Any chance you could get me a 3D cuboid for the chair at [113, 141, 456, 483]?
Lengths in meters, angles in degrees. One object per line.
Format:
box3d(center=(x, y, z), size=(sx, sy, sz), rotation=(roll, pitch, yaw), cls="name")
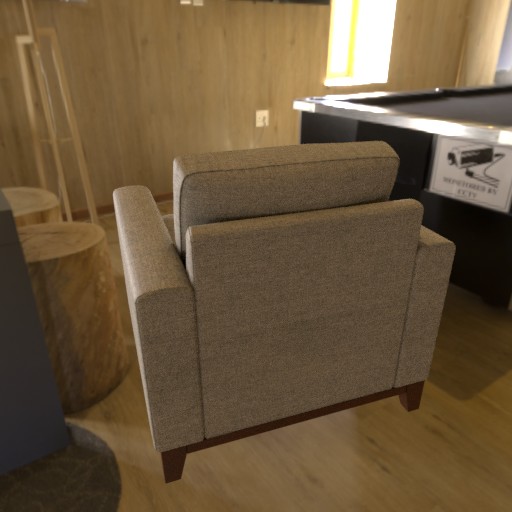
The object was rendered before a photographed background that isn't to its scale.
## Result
box3d(center=(0.000, 0.000, 1.800), size=(1.024, 1.010, 1.038), rotation=(-9, 27, -17), cls="chair")
